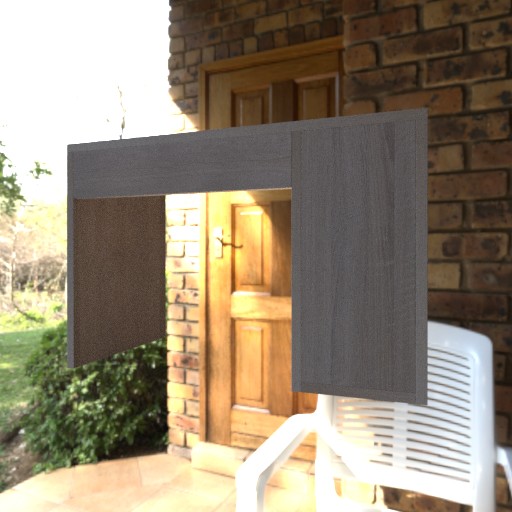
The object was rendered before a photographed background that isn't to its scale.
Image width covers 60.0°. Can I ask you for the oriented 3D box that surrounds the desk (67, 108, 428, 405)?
[{"bbox_3d":[0.000,0.000,1.551,1.100,0.731,0.600,0,0,19],"label":"desk"}]
